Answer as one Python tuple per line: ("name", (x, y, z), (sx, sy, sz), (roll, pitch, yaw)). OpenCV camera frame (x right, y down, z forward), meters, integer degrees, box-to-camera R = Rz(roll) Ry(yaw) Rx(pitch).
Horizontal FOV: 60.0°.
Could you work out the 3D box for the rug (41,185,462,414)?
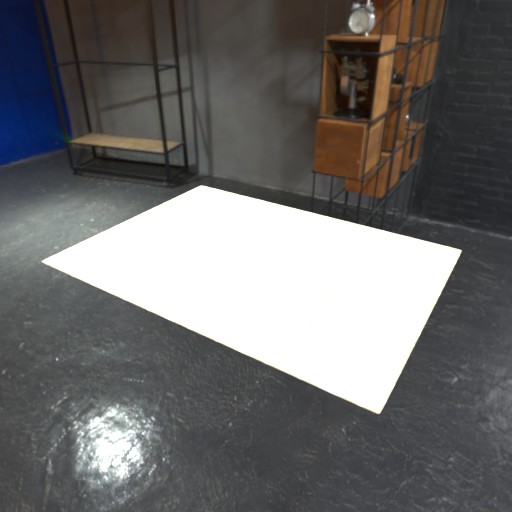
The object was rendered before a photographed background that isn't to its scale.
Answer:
("rug", (0.000, 0.000, 4.352), (3.353, 0.010, 2.438), (18, 34, 28))
